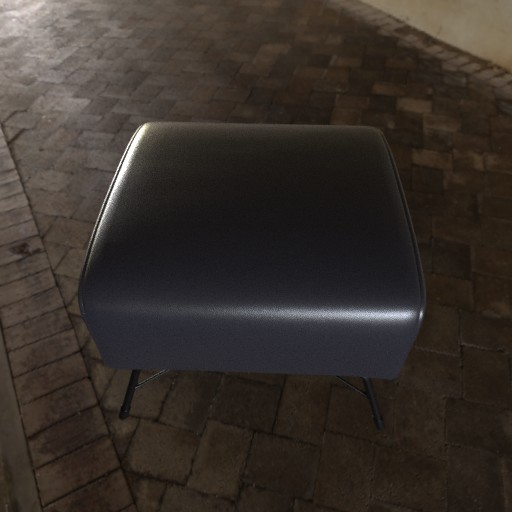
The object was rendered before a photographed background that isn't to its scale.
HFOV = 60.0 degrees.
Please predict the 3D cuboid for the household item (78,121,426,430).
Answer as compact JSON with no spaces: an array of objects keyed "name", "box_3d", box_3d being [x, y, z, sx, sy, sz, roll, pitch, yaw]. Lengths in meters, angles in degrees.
[{"name":"household item","box_3d":[0.000,0.000,0.901,0.530,0.410,0.530,2,48,2]}]
